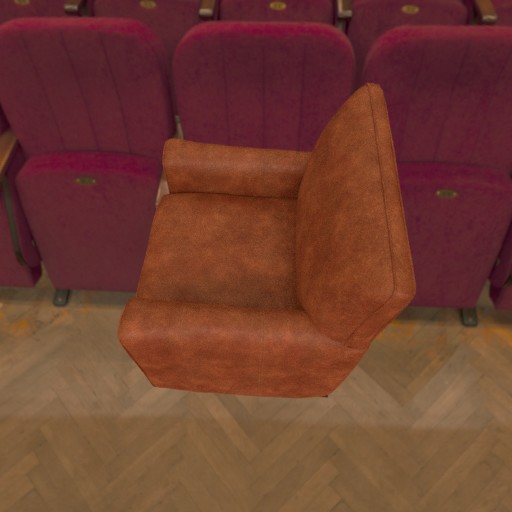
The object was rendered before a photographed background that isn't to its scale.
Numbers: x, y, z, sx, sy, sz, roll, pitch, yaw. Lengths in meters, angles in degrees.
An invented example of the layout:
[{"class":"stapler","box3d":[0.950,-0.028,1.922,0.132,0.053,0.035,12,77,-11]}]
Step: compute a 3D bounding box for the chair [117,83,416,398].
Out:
[{"class":"chair","box3d":[0.000,0.000,1.647,0.823,0.943,0.870,3,56,2]}]
